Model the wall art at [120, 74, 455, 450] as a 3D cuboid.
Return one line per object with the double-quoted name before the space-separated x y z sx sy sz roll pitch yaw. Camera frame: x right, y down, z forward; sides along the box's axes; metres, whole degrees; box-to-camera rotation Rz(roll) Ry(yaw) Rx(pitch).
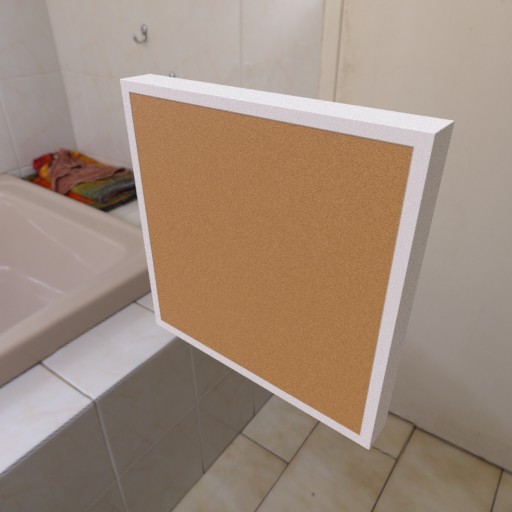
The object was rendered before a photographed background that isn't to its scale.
"wall art" 0.000 0.000 0.440 0.305 0.305 0.038 22 37 32
